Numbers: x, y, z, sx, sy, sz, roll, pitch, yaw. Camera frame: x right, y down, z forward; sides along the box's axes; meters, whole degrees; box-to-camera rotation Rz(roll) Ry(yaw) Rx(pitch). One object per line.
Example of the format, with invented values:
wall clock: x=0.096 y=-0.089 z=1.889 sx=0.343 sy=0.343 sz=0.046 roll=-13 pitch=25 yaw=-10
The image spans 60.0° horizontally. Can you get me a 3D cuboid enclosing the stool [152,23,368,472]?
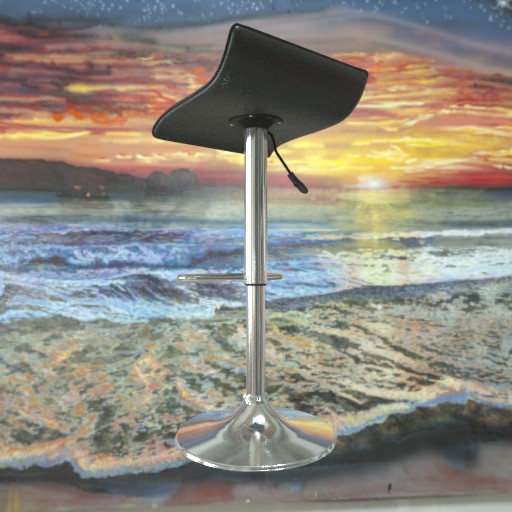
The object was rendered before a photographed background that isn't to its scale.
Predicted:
stool: x=0.000 y=0.000 z=1.062 sx=0.381 sy=0.851 sz=0.381 roll=1 pitch=-1 yaw=-36
